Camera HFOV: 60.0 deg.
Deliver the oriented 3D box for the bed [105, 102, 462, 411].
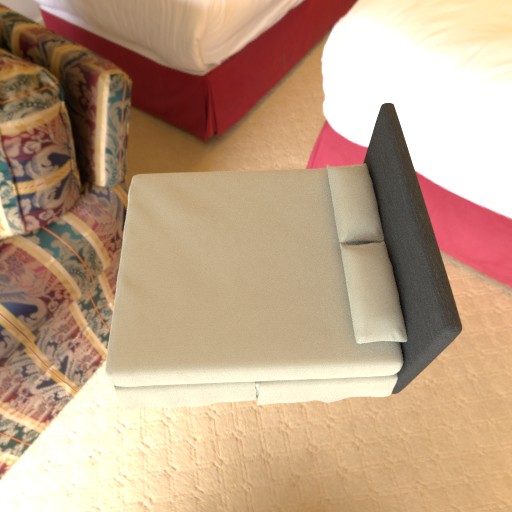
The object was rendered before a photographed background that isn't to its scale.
[{"bbox_3d":[0.000,0.000,3.320,2.142,1.330,1.884,-2,58,-1],"label":"bed"}]
